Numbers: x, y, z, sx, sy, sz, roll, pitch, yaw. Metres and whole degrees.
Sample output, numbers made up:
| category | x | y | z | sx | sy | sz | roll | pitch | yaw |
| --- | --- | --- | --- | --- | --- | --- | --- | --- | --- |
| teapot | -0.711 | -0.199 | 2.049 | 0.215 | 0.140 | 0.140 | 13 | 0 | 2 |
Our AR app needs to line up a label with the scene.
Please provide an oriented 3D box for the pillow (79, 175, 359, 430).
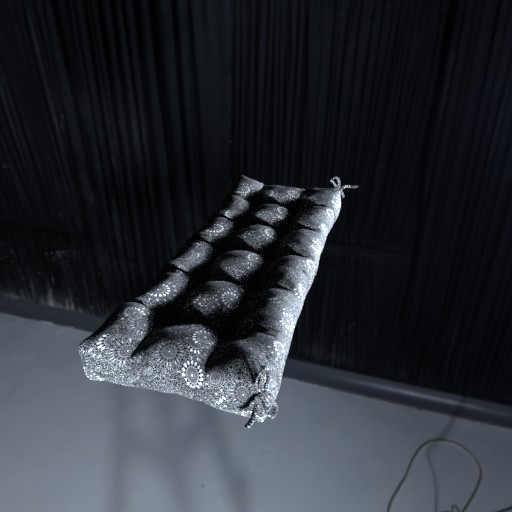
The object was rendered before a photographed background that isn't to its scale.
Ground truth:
| category | x | y | z | sx | sy | sz | roll | pitch | yaw |
| --- | --- | --- | --- | --- | --- | --- | --- | --- | --- |
| pillow | 0.000 | 0.000 | 1.379 | 0.511 | 0.174 | 1.194 | 9 | 32 | 15 |
